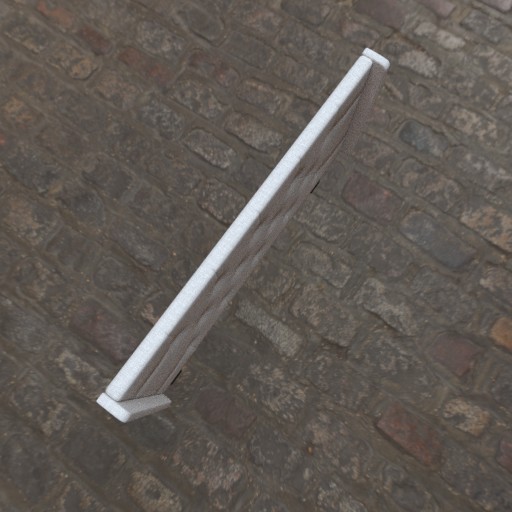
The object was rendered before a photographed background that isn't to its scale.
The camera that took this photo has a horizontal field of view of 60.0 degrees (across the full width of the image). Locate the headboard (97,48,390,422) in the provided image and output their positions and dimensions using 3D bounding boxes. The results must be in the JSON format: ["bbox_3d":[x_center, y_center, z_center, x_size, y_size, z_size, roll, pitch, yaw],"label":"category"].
[{"bbox_3d":[0.000,0.000,2.703,0.184,1.524,2.051,34,78,9],"label":"headboard"}]
